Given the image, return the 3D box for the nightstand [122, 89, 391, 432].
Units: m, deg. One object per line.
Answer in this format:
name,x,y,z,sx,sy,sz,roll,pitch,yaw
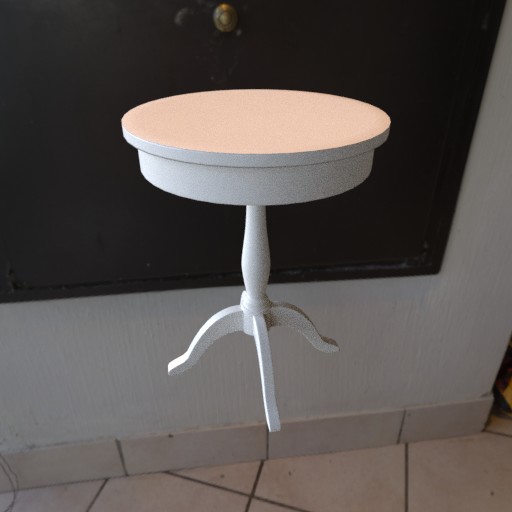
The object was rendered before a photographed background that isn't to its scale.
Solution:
nightstand,0.000,0.000,1.038,0.513,0.653,0.513,-1,31,-2
